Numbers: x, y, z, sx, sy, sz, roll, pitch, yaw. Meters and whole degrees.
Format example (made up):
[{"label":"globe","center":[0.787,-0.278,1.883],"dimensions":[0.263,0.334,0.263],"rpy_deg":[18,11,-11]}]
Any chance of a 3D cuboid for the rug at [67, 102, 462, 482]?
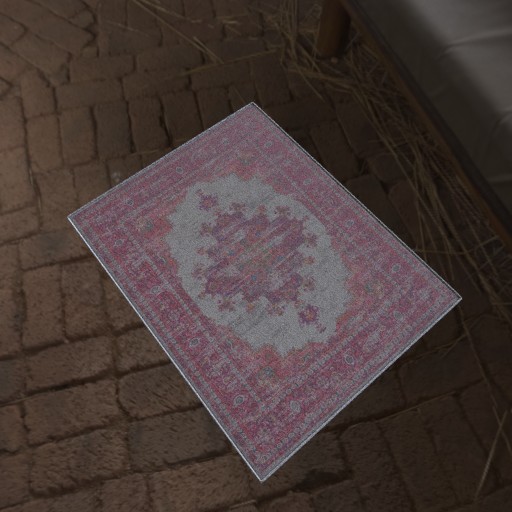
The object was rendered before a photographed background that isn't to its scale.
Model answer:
[{"label":"rug","center":[0.000,0.000,4.331],"dimensions":[2.447,0.017,3.123],"rpy_deg":[-36,70,-15]}]
